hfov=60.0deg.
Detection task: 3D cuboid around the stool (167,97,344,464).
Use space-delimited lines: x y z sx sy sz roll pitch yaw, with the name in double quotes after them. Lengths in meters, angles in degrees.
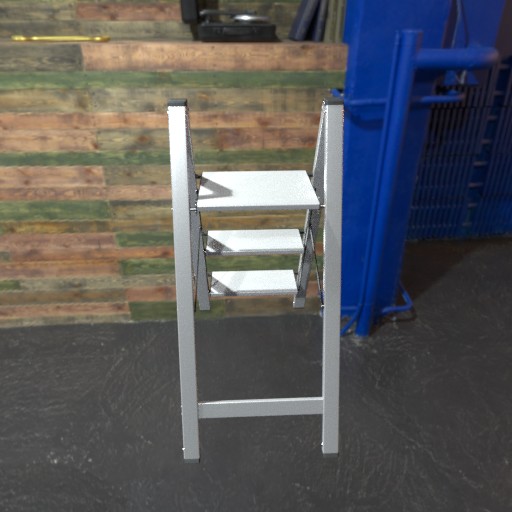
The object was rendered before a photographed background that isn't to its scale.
0.000 0.000 1.331 0.441 0.902 0.730 -1 30 -2 "stool"
